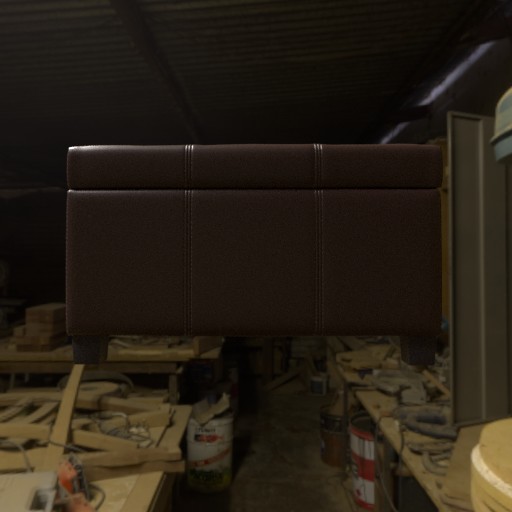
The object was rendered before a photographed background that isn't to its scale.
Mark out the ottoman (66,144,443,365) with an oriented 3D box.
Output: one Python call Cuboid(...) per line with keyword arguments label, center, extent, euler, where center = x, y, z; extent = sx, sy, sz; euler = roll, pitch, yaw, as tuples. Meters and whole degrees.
Cuboid(label="ottoman", center=(0.000, 0.000, 1.288), extent=(0.788, 0.460, 0.787), euler=(0, -1, 1))
